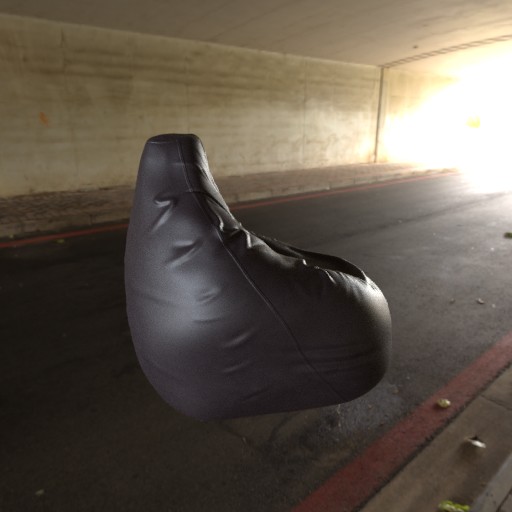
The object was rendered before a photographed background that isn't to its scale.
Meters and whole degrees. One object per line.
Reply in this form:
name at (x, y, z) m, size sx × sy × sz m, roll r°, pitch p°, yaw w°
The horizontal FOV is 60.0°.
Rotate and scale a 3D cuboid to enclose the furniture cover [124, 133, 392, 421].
furniture cover at (0.000, 0.000, 1.855) m, size 1.070 × 0.990 × 1.070 m, roll -3°, pitch 17°, yaw -10°
